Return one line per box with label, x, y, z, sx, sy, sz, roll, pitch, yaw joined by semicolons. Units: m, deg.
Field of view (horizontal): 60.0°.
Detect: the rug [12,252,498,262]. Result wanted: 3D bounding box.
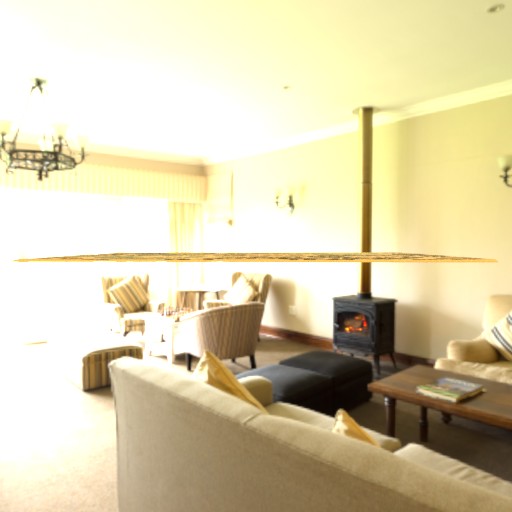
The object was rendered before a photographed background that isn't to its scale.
rug;0.000;0.000;2.816;2.275;0.014;1.514;0;2;0
